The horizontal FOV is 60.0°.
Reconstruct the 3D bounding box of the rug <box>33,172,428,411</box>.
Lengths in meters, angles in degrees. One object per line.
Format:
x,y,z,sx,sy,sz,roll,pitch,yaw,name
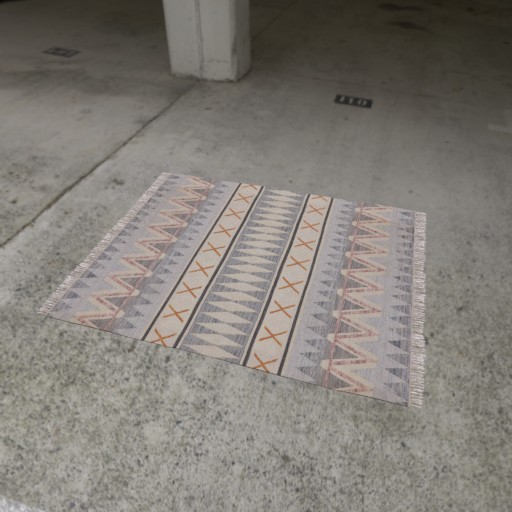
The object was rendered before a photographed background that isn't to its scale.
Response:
0.000,0.000,4.038,3.000,0.012,2.371,11,41,13,rug
